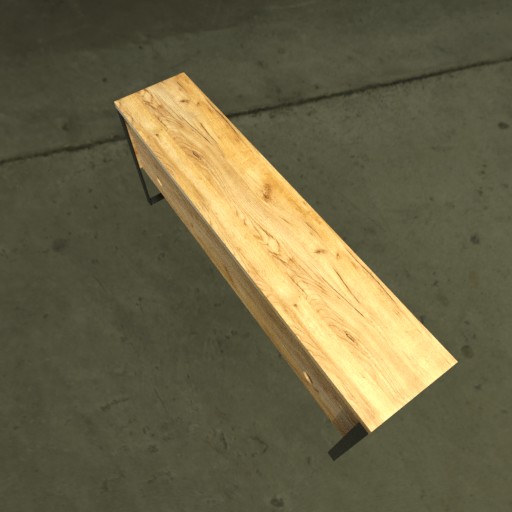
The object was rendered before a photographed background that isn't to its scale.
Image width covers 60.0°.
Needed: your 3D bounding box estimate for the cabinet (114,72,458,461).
[{"bbox_3d":[0.000,0.000,2.112,0.395,0.762,1.800,-31,64,-17],"label":"cabinet"}]
